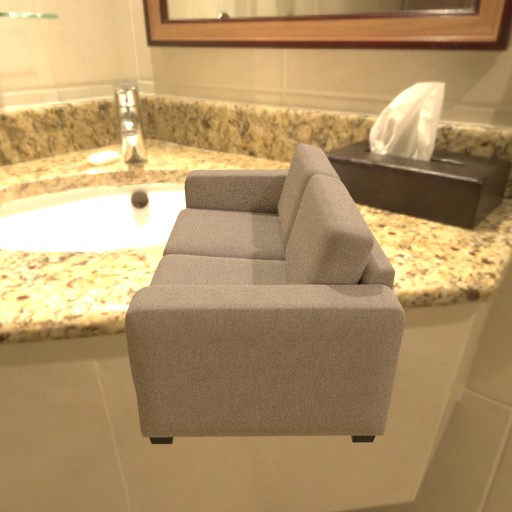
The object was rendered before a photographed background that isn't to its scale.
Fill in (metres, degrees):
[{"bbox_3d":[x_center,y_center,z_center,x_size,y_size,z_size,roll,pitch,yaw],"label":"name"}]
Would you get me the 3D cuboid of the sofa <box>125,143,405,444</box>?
[{"bbox_3d":[0.000,0.000,2.073,0.900,0.800,1.540,0,27,-1],"label":"sofa"}]
